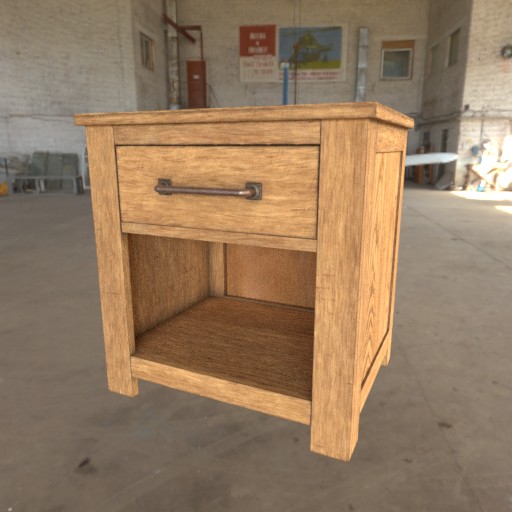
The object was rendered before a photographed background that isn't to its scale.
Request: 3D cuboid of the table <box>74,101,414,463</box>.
[{"bbox_3d":[0.000,0.000,1.038,0.601,0.625,0.494,7,15,25],"label":"table"}]
